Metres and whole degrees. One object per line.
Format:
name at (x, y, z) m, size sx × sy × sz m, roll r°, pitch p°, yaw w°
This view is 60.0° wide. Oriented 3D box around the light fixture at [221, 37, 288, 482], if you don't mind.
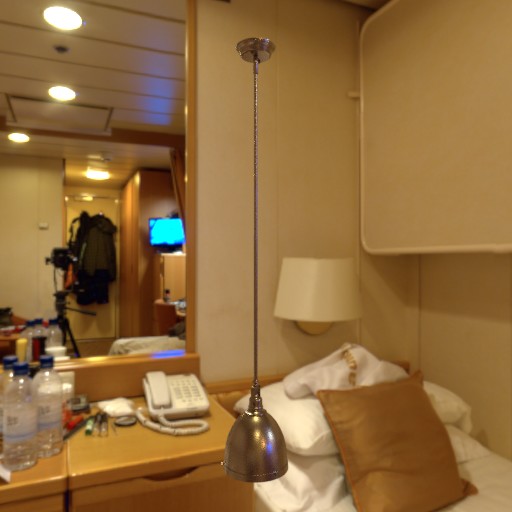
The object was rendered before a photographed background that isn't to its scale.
light fixture at (0.000, 0.000, 1.449) m, size 0.211 × 1.367 × 0.217 m, roll 0°, pitch -1°, yaw 20°
